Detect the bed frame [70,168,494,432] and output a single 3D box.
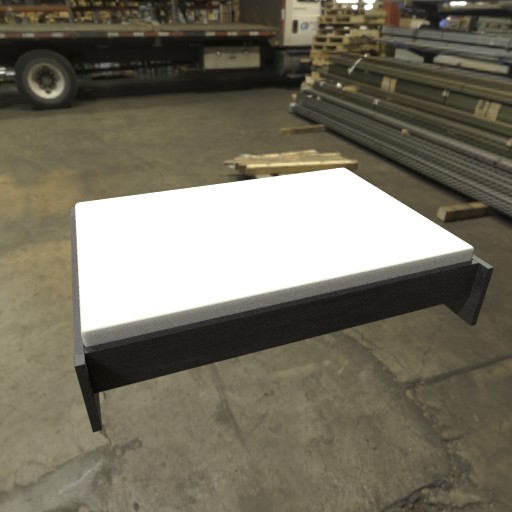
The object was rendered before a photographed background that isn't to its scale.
[{"bbox_3d":[0.000,0.000,2.566,1.950,0.432,1.490,-11,32,-17],"label":"bed frame"}]
